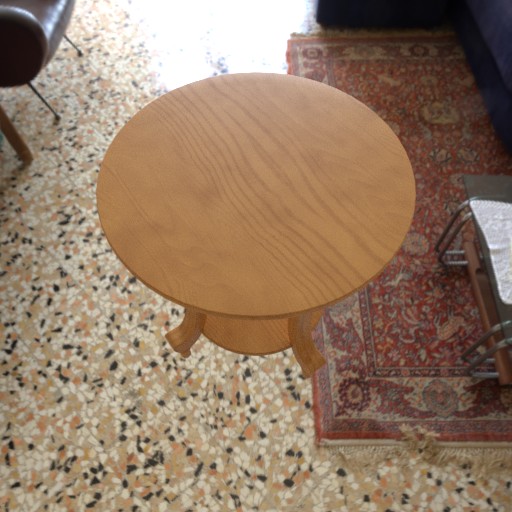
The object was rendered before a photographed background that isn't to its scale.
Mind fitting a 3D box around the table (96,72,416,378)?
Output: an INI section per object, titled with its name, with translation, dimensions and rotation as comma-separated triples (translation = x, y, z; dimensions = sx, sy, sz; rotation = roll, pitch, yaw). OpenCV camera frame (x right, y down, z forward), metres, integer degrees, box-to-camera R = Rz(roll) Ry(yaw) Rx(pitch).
[table]
translation = 0.000, 0.000, 1.099
dimensions = 0.597, 0.612, 0.597
rotation = 0, 58, 0
